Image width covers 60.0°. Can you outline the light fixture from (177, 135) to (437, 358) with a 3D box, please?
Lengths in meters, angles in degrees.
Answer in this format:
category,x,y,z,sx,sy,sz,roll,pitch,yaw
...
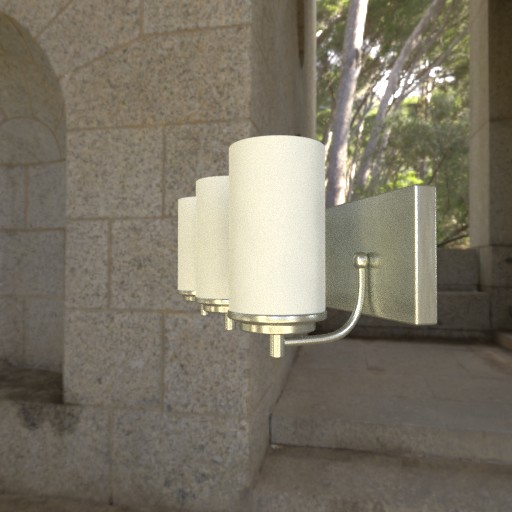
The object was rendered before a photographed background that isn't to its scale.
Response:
category,x,y,z,sx,sy,sz,roll,pitch,yaw
light fixture,0.000,0.000,0.527,0.145,0.172,0.451,0,-1,-17
